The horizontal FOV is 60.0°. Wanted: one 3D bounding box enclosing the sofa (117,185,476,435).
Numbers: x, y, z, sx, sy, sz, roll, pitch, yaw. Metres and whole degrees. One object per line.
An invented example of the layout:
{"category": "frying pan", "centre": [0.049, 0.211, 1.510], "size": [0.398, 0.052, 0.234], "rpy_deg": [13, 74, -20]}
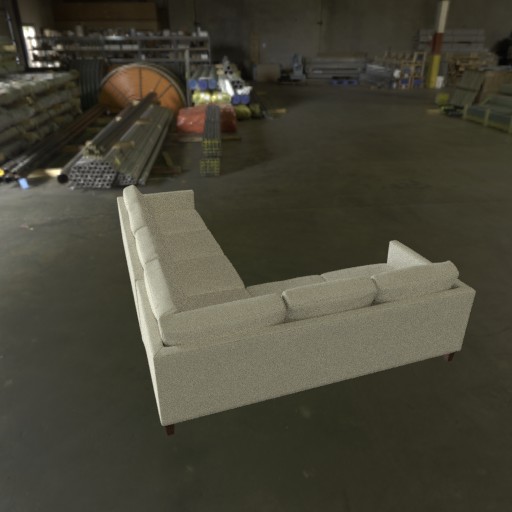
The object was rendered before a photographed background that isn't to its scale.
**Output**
{"category": "sofa", "centre": [0.000, 0.000, 4.431], "size": [2.432, 0.863, 3.182], "rpy_deg": [-9, 28, -17]}
